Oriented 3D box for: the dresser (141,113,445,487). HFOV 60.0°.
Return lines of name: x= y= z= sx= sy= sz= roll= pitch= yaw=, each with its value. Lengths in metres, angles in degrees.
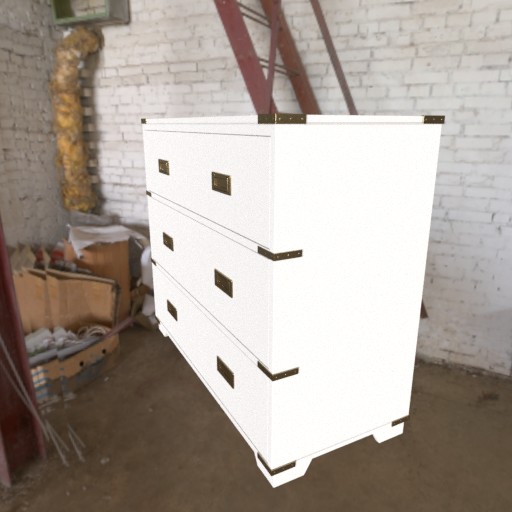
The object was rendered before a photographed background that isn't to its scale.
dresser: x=0.000 y=0.000 z=1.493 sx=0.460 sy=0.891 sz=1.022 roll=-9 pitch=19 yaw=-27
